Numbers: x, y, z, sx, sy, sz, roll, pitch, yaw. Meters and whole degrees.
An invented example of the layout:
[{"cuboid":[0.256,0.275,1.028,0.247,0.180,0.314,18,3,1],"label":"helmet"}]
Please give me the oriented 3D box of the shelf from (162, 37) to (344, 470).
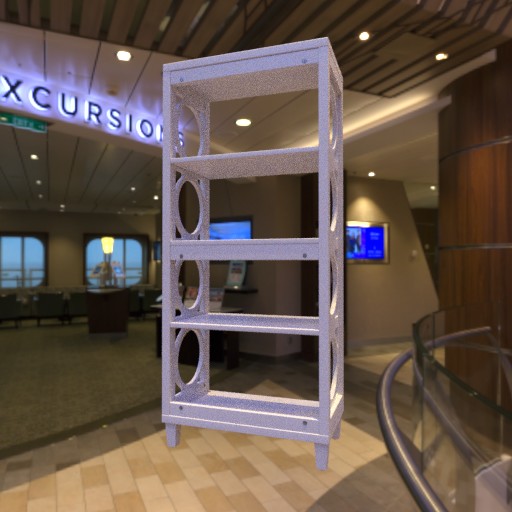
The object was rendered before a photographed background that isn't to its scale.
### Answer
[{"cuboid":[0.000,0.000,1.684,0.611,1.411,0.340,0,-1,19],"label":"shelf"}]
